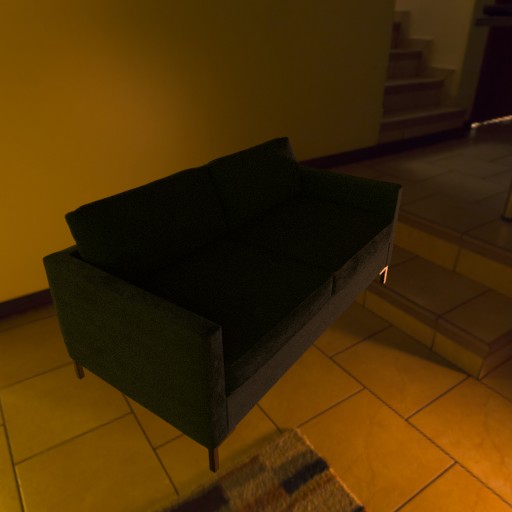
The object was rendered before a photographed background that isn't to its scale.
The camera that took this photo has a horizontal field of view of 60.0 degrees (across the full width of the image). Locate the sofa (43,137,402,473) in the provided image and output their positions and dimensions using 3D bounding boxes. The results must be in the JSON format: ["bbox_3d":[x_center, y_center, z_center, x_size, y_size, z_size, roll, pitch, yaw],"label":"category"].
[{"bbox_3d":[0.000,0.000,2.175,0.875,0.817,1.676,19,33,31],"label":"sofa"}]
